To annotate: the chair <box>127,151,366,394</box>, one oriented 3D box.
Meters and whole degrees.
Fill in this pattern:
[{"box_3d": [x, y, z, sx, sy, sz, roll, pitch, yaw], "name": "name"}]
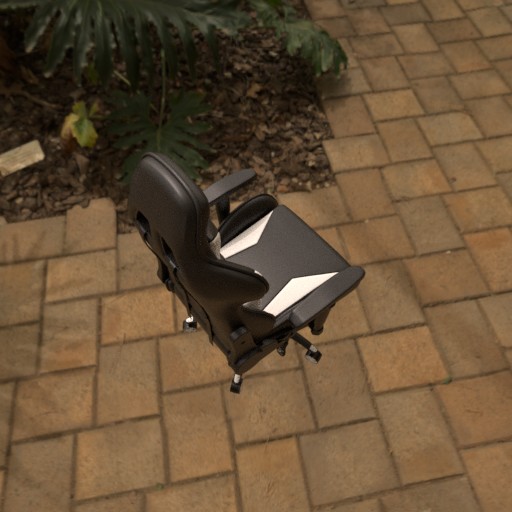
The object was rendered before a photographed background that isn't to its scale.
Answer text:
[{"box_3d": [0.000, 0.000, 1.691, 0.695, 1.285, 0.730, -35, 64, -20], "name": "chair"}]
